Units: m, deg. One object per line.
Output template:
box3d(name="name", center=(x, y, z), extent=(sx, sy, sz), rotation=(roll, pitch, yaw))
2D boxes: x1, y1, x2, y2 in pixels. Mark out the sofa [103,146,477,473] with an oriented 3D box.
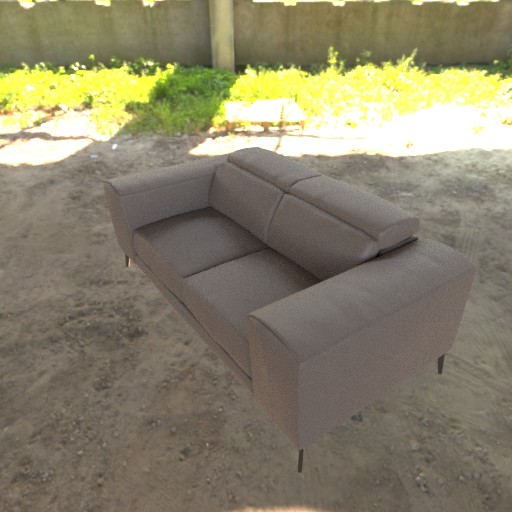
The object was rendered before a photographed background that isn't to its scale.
box3d(name="sofa", center=(0.000, 0.000, 2.401), extent=(1.003, 0.779, 1.895), rotation=(-20, 37, -29))
